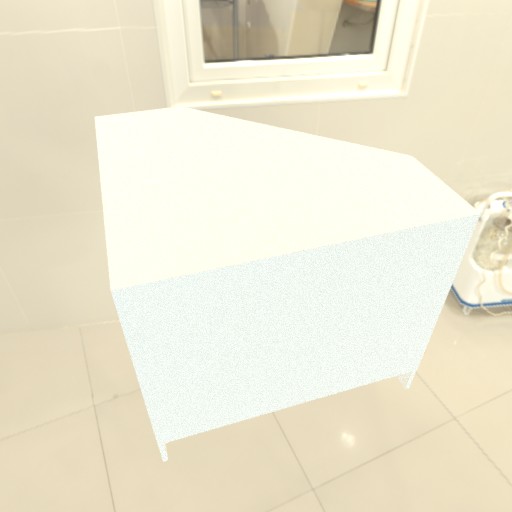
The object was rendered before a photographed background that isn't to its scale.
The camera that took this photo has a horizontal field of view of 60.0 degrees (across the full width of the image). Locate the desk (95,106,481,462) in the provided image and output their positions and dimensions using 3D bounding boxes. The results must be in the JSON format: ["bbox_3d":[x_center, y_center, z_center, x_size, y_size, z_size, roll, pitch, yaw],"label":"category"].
[{"bbox_3d":[0.000,0.000,1.652,0.940,0.818,0.926,-12,42,-13],"label":"desk"}]
